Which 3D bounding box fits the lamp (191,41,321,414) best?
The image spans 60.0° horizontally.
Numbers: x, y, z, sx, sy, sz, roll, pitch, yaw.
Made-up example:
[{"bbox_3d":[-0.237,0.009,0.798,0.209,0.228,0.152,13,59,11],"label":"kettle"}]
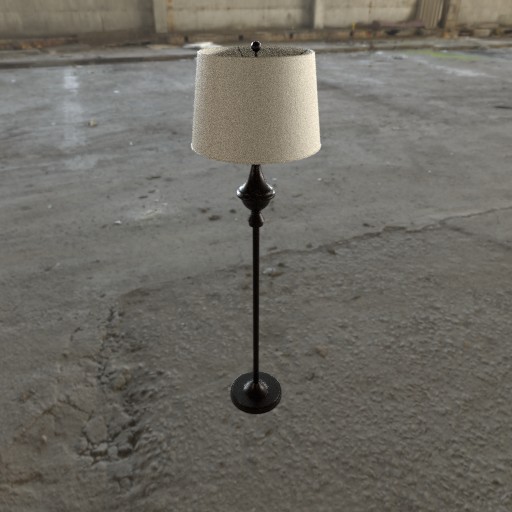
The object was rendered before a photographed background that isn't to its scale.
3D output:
[{"bbox_3d":[0.000,0.000,1.697,0.431,1.484,0.431,0,30,0],"label":"lamp"}]
